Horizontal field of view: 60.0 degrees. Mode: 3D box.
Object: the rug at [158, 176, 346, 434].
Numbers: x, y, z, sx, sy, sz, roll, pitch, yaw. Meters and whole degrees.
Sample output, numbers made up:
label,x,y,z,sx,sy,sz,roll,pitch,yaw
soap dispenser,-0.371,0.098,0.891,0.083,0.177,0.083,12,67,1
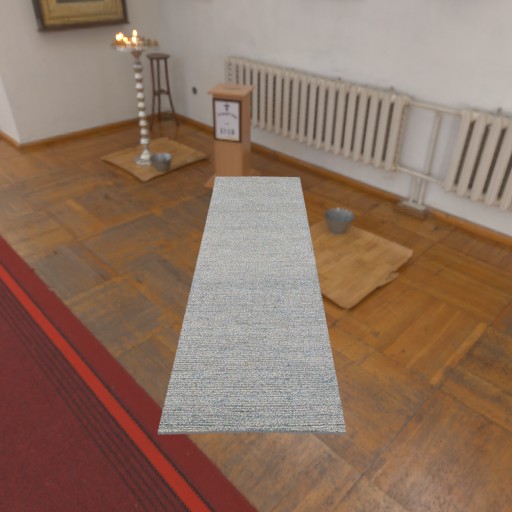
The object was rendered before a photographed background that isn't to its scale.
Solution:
label,x,y,z,sx,sy,sz,roll,pitch,yaw
rug,0.000,0.000,2.559,0.675,0.037,2.341,0,33,1
